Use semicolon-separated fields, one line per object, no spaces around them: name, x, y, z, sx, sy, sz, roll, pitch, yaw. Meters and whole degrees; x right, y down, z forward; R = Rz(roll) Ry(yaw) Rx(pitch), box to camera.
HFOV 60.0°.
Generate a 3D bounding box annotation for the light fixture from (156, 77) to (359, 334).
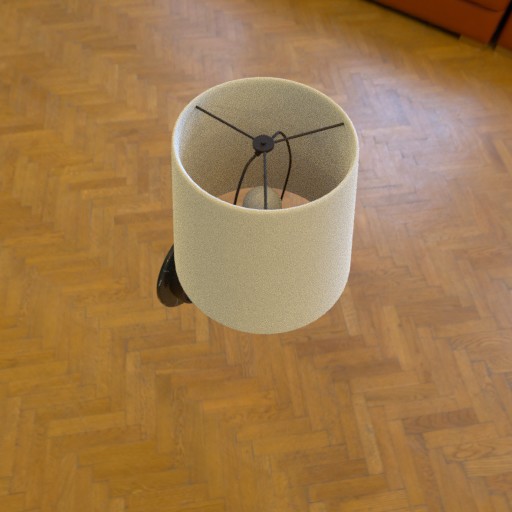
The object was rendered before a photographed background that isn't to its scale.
light fixture;0.000;0.000;0.450;0.188;0.337;0.168;32;65;17
